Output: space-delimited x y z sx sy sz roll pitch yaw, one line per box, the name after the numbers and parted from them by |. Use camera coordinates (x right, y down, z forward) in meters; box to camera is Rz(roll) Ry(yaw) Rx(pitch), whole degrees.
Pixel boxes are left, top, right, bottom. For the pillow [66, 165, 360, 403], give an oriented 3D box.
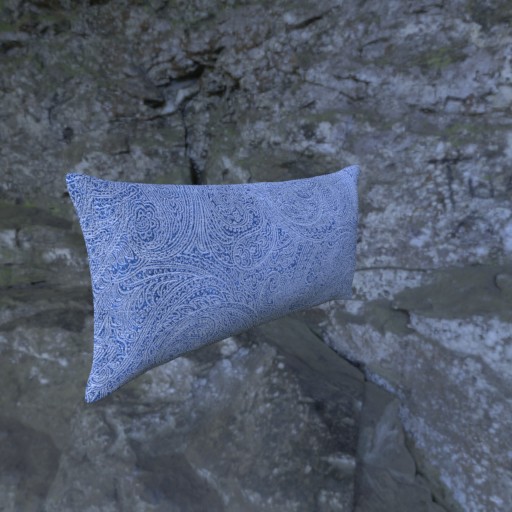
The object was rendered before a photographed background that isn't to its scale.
0.000 0.000 0.752 0.151 0.295 0.615 12 18 44 | pillow
